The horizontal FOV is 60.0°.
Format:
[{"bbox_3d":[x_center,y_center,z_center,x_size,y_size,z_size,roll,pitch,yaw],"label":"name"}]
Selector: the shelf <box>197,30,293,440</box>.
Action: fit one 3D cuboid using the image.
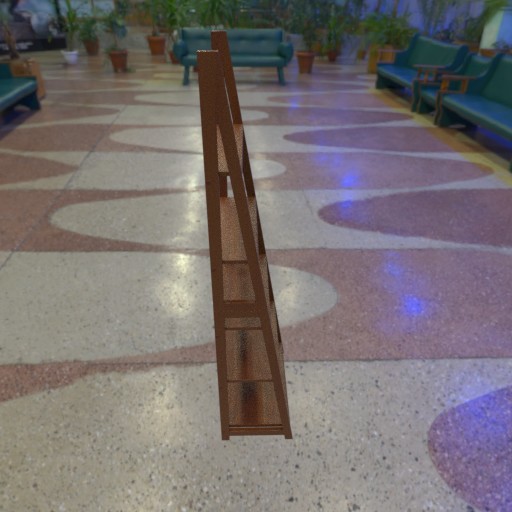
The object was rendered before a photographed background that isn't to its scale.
[{"bbox_3d":[0.000,0.000,2.014,0.356,1.780,0.630,-1,32,-1],"label":"shelf"}]
